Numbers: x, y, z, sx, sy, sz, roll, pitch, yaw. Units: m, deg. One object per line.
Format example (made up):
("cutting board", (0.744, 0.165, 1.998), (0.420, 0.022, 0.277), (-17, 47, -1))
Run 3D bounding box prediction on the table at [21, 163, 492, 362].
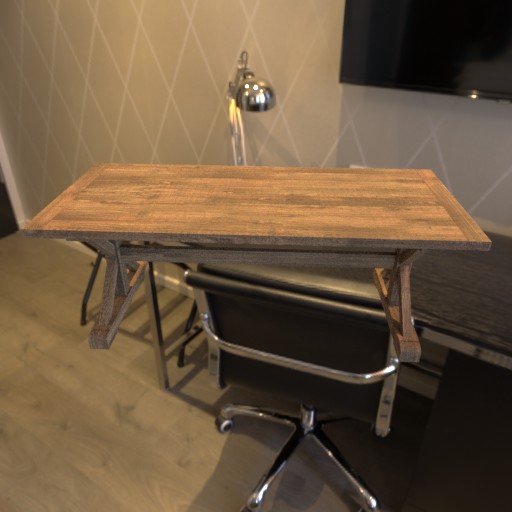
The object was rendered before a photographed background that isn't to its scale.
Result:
("table", (0.000, 0.000, 2.480), (2.031, 0.733, 0.907), (2, 30, 3))
